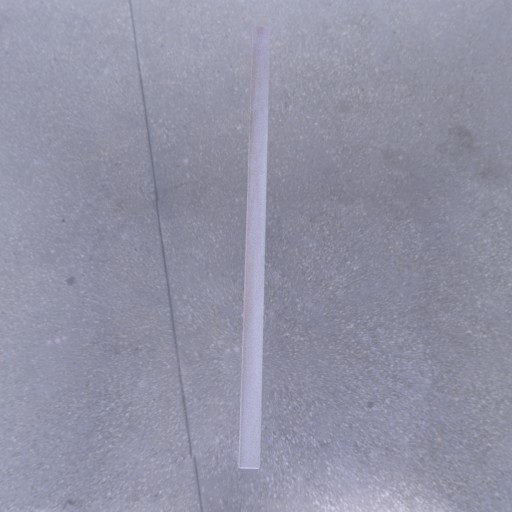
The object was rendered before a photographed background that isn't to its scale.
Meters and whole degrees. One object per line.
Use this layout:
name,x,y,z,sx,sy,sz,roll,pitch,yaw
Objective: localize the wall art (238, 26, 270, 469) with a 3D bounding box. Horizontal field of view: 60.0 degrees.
wall art,0.000,0.000,1.182,0.038,0.609,0.913,1,77,0
